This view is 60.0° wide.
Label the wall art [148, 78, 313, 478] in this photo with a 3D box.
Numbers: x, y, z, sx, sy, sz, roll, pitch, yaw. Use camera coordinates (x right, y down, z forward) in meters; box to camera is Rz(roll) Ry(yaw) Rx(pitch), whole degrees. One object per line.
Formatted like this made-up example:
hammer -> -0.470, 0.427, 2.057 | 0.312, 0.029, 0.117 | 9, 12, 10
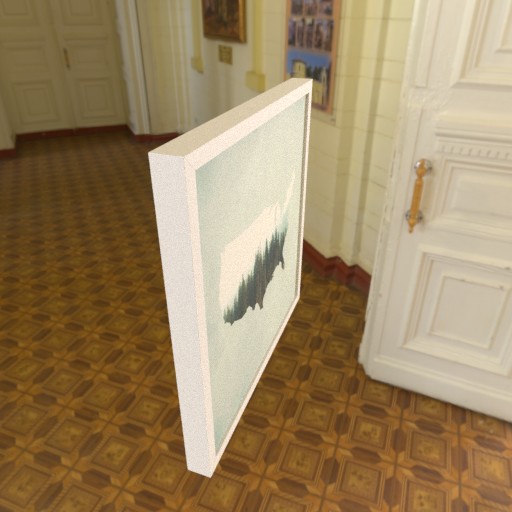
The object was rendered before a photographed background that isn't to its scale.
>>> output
wall art -> 0.000, 0.000, 0.770 | 0.040, 0.509, 0.509 | 11, 32, 18
